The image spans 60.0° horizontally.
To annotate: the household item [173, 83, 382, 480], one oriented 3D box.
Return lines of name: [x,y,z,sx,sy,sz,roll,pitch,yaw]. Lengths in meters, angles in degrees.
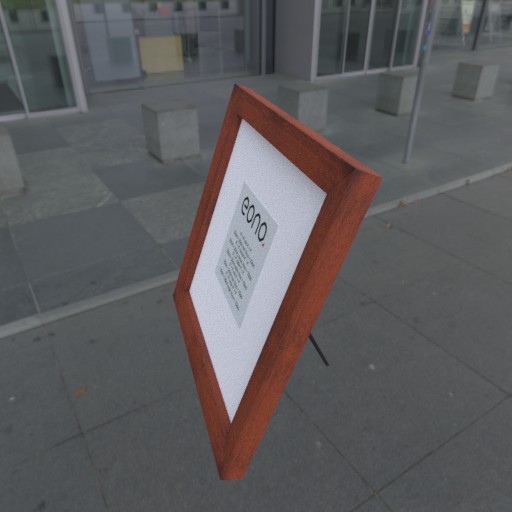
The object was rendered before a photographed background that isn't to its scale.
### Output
household item: [0.000,0.000,0.384,0.131,0.240,0.240,-9,33,-15]
